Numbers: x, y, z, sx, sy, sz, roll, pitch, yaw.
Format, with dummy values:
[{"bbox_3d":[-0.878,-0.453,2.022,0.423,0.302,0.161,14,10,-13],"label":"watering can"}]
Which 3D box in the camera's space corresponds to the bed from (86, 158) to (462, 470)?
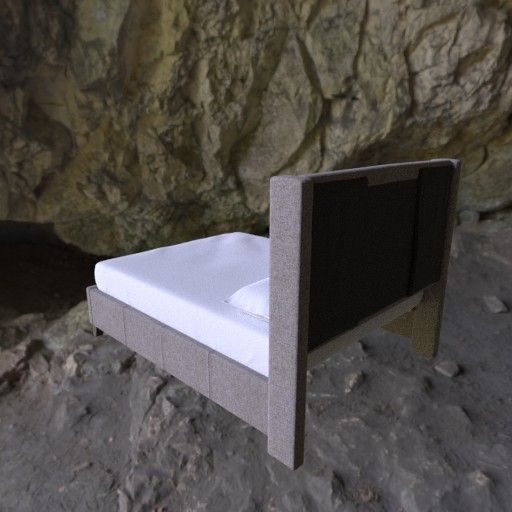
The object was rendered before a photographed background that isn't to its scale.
[{"bbox_3d":[0.000,0.000,3.372,2.245,1.476,1.714,15,22,43],"label":"bed"}]
